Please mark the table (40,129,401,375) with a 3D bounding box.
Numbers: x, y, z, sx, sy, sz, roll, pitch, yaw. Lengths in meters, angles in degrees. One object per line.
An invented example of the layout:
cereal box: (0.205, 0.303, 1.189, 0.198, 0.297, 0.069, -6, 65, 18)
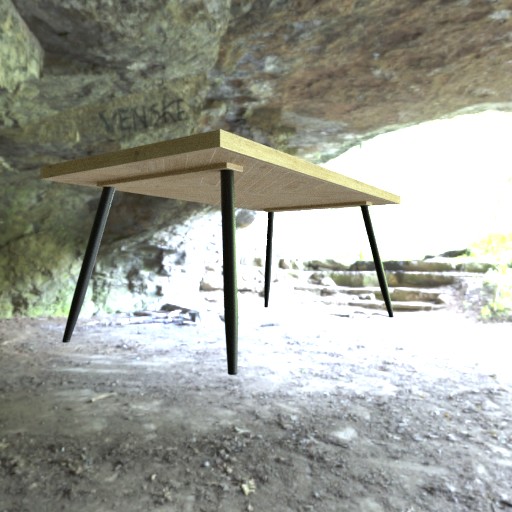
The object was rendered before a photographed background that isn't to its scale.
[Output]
table: (0.000, 0.000, 2.353, 0.991, 0.762, 1.803, 0, 0, 35)
